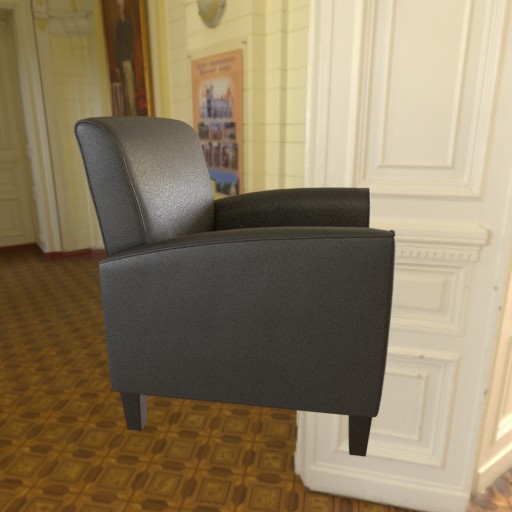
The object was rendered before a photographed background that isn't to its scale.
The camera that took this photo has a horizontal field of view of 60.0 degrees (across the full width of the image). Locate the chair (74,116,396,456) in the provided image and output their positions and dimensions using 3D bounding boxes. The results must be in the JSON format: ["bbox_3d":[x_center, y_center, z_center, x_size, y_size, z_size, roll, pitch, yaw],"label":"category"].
[{"bbox_3d":[0.000,0.000,1.519,0.819,0.916,0.820,3,17,9],"label":"chair"}]
